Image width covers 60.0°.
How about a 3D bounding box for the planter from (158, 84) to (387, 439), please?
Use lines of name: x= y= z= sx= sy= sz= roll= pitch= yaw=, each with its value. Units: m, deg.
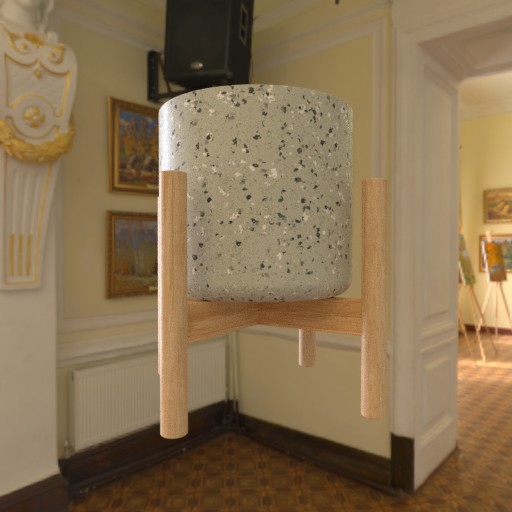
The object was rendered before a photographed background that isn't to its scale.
planter: x=0.000 y=0.000 z=0.521 sx=0.284 sy=0.320 sz=0.284 roll=-1 pitch=1 yaw=-35
